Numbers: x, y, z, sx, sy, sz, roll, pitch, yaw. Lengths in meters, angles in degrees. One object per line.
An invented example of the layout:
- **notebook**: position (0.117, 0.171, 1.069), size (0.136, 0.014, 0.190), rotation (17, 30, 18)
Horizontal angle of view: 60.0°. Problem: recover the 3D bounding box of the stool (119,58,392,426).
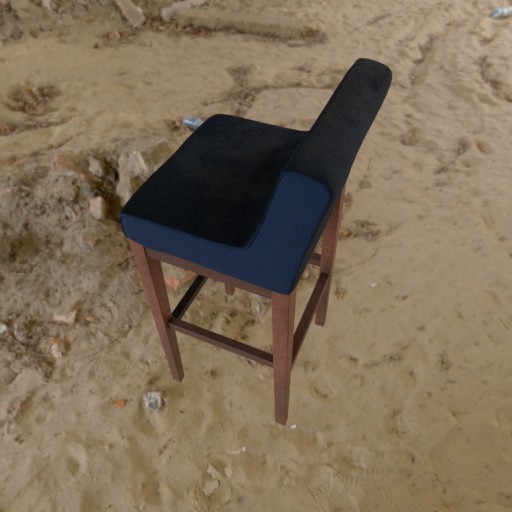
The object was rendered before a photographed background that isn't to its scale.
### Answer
- **stool**: position (0.000, 0.000, 1.303), size (0.500, 1.037, 0.511), rotation (17, 49, 16)
